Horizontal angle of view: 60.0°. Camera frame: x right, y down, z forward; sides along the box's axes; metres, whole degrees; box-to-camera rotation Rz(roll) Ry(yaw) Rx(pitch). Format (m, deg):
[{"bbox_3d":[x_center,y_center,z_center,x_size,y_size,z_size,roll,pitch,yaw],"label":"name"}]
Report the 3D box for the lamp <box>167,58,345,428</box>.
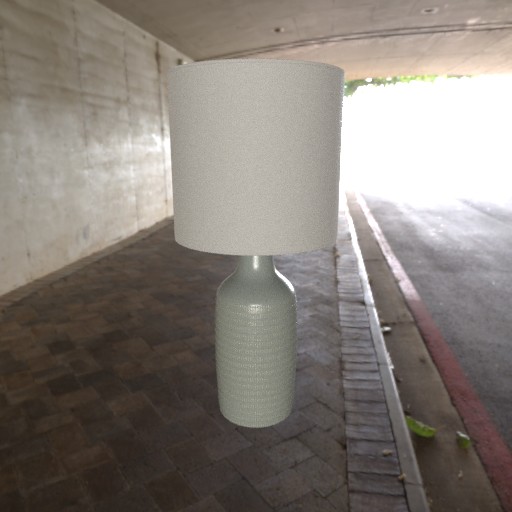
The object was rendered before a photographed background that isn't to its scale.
[{"bbox_3d":[0.000,0.000,0.619,0.220,0.475,0.220,13,19,40],"label":"lamp"}]
